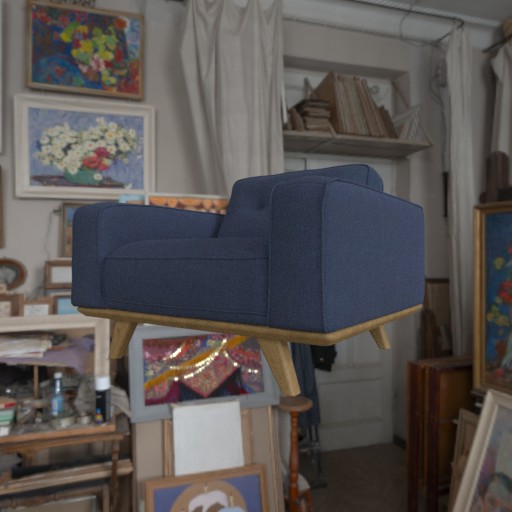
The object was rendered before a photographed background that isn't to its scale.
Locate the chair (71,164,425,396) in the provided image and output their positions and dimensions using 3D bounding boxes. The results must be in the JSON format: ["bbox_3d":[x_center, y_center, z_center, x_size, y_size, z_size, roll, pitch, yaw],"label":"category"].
[{"bbox_3d":[0.000,0.000,1.780,1.118,0.783,0.953,0,0,35],"label":"chair"}]
